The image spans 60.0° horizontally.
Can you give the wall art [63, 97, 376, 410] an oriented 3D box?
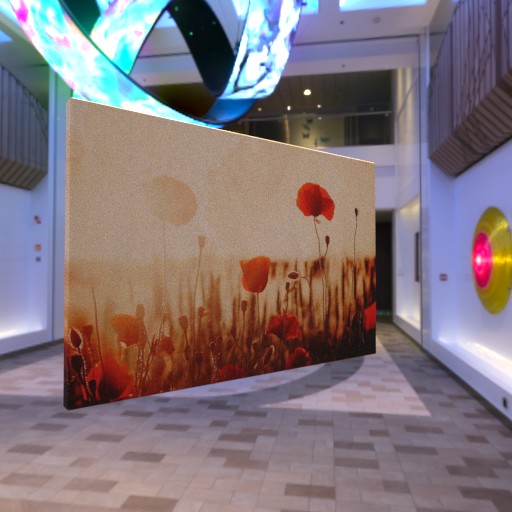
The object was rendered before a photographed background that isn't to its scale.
[{"bbox_3d":[0.000,0.000,1.136,0.918,0.602,0.038,1,-2,-37],"label":"wall art"}]
